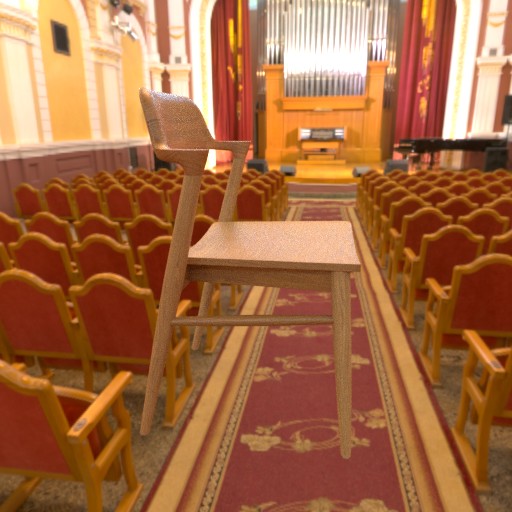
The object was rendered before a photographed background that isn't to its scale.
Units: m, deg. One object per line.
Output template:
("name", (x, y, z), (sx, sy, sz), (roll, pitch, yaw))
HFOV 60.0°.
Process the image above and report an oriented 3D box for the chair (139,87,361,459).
("chair", (0.000, 0.000, 1.127), (0.499, 0.792, 0.512), (3, 17, 9))
